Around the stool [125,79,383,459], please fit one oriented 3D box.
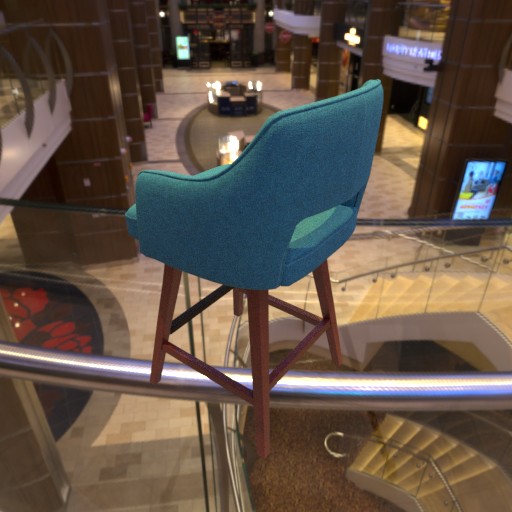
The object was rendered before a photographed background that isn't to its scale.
[{"bbox_3d":[0.000,0.000,1.264,0.556,0.961,0.548,21,37,31],"label":"stool"}]
